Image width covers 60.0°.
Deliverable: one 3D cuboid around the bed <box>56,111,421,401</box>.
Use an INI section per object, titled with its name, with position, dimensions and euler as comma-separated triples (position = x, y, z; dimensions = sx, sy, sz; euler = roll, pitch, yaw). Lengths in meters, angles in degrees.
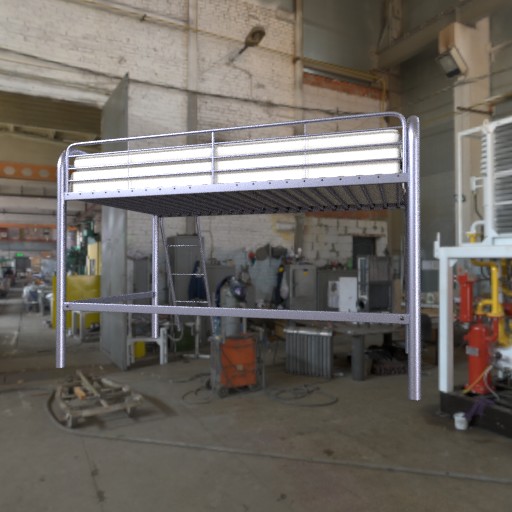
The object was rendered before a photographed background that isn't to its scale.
[bed]
position = 0.000, 0.000, 2.906
dimensions = 1.965, 1.288, 1.415
euler = 0, -1, 18
